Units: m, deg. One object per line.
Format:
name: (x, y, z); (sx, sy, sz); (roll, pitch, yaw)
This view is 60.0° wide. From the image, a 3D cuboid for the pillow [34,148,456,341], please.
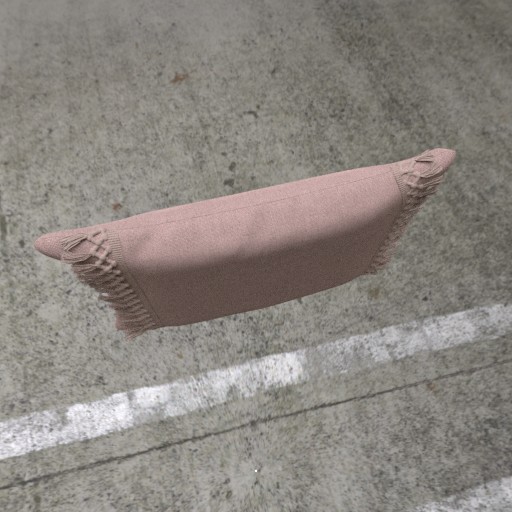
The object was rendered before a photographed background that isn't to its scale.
pillow: (0.000, 0.000, 0.602); (0.466, 0.305, 0.084); (-13, 65, -6)
